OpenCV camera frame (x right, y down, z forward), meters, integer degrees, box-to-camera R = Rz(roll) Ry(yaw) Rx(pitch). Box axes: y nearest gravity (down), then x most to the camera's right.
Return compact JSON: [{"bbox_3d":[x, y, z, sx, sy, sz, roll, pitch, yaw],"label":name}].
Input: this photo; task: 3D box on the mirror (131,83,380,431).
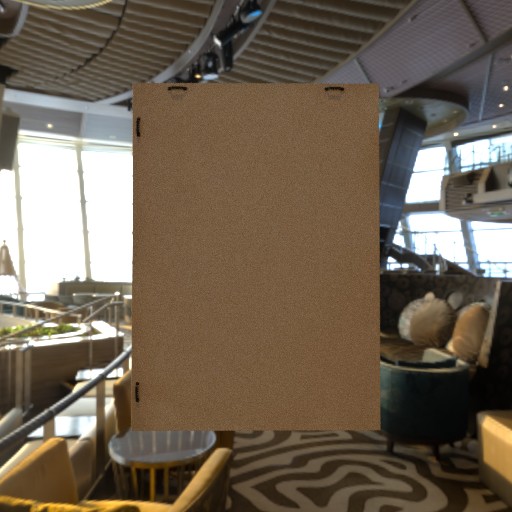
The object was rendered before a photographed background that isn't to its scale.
[{"bbox_3d":[0.000,0.000,0.921,0.507,0.710,0.040,0,-1,0],"label":"mirror"}]
